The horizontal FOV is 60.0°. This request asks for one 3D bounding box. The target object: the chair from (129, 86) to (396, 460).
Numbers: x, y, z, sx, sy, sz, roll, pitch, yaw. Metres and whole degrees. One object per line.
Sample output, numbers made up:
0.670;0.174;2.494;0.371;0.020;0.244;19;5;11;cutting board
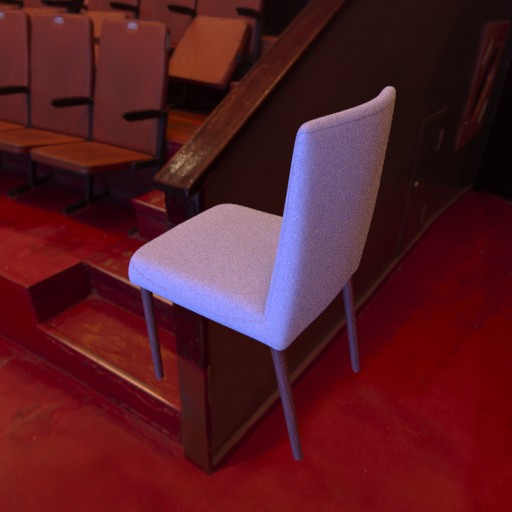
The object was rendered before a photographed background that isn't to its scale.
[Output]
0.000;0.000;1.186;0.570;0.859;0.456;19;36;29;chair
